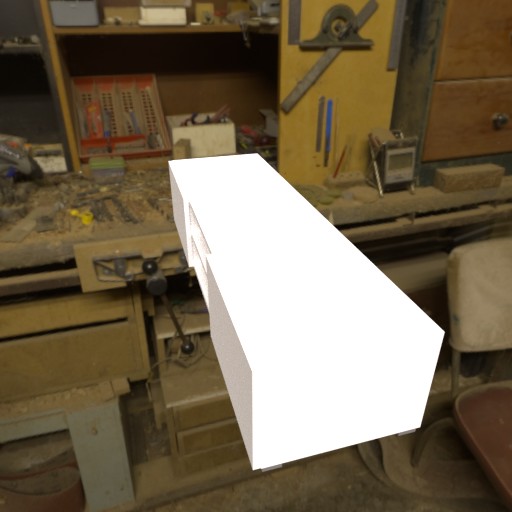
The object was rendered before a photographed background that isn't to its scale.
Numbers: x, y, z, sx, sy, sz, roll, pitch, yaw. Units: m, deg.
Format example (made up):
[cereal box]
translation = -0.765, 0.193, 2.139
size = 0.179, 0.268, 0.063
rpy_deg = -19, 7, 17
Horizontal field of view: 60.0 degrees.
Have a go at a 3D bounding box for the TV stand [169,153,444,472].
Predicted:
[TV stand]
translation = 0.000, 0.000, 1.544
size = 0.420, 0.310, 1.400
rpy_deg = -8, 30, -14
